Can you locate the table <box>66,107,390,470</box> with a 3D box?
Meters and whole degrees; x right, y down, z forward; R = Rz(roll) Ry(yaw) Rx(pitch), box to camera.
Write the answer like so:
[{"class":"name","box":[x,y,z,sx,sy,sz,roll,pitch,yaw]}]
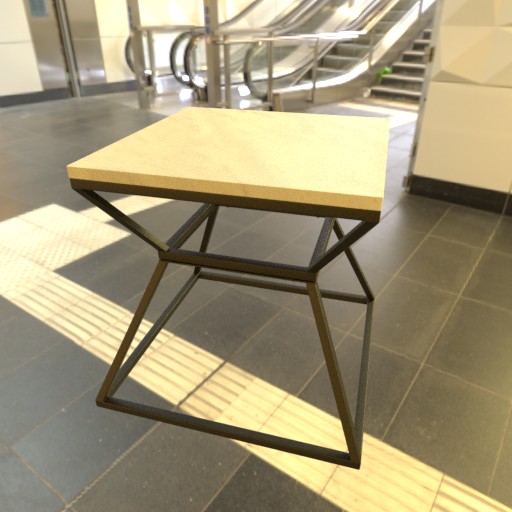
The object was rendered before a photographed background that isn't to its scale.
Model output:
[{"class":"table","box":[0.000,0.000,0.810,0.455,0.431,0.455,8,30,14]}]
